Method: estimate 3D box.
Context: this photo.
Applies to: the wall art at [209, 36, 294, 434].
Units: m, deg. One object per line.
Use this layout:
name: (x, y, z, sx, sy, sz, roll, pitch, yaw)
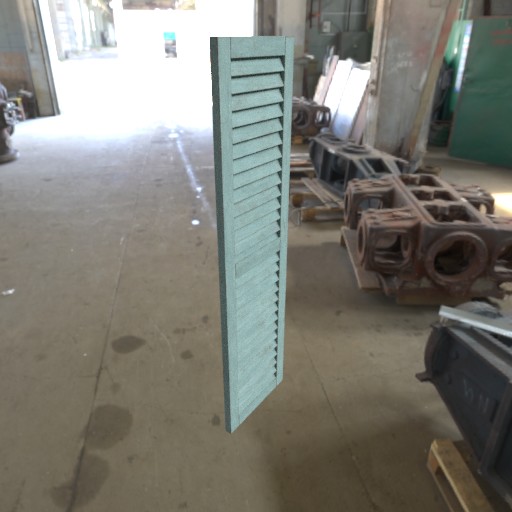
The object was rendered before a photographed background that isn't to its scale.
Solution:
wall art: (0.000, 0.000, 1.372, 0.025, 1.219, 0.329, 18, 31, 31)
